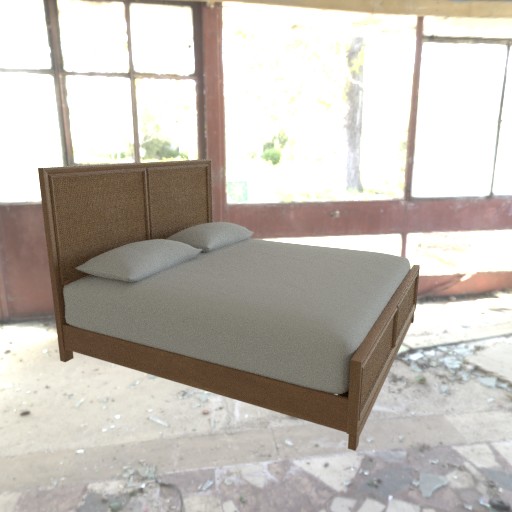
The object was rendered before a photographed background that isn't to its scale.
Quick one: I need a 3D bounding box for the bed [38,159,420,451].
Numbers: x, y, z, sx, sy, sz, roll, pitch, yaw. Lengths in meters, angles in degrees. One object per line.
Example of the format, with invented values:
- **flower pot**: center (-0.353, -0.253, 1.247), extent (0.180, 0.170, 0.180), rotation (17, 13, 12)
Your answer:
- **bed**: center (0.000, 0.000, 3.446), extent (2.184, 1.387, 2.003), rotation (7, 16, 27)
